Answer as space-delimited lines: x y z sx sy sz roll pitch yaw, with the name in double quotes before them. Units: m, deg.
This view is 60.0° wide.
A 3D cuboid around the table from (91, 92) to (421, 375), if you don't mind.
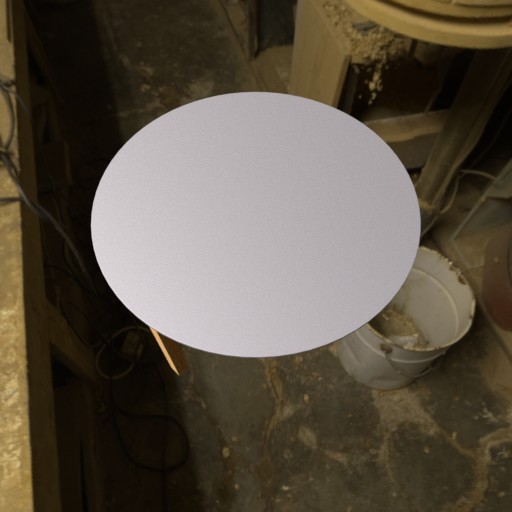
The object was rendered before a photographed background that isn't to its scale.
"table" 0.000 0.000 0.994 0.600 0.405 0.600 0 59 0
